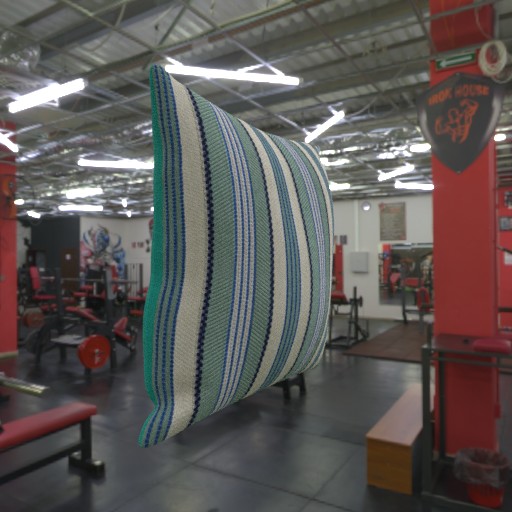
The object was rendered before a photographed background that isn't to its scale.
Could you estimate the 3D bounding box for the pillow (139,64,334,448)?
[{"bbox_3d":[0.000,0.000,0.678,0.182,0.441,0.440,0,0,34],"label":"pillow"}]
